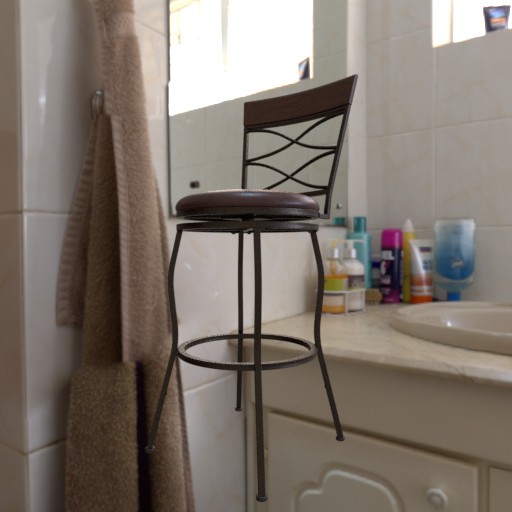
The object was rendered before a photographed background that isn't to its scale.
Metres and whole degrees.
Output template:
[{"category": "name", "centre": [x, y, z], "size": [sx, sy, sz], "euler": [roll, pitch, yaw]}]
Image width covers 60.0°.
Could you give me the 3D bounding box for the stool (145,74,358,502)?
[{"category": "stool", "centre": [0.000, 0.000, 1.346], "size": [0.448, 1.130, 0.513], "euler": [1, 2, 37]}]
